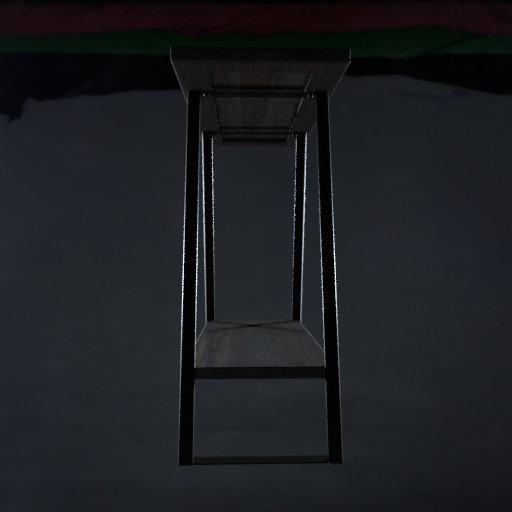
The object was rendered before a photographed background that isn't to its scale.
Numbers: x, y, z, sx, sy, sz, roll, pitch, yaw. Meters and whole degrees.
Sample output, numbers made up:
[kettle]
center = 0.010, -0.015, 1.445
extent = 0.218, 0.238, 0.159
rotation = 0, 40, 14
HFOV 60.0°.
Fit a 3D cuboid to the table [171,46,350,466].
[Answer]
[table]
center = 0.000, 0.000, 1.040
extent = 0.300, 0.701, 0.599
rotation = 0, 1, -2
